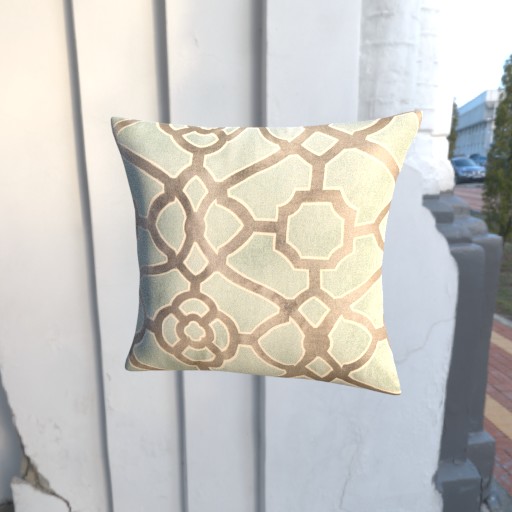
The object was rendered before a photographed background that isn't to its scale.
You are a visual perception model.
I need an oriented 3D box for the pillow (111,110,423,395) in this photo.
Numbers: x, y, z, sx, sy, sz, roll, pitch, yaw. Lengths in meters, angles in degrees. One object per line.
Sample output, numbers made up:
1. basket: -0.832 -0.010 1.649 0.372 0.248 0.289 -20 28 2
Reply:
1. pillow: 0.000 0.000 0.824 0.552 0.508 0.166 2 13 10
